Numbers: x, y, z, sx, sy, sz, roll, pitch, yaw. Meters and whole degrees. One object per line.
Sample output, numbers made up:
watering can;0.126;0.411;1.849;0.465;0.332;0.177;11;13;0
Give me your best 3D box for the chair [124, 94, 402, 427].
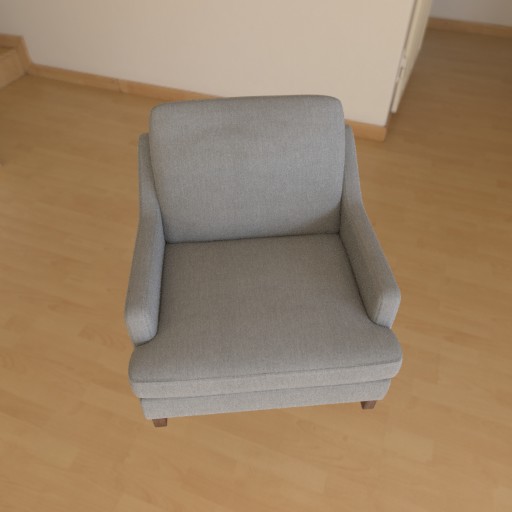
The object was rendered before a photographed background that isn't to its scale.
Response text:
chair;0.000;0.000;1.546;0.826;0.821;0.892;-4;47;-3
